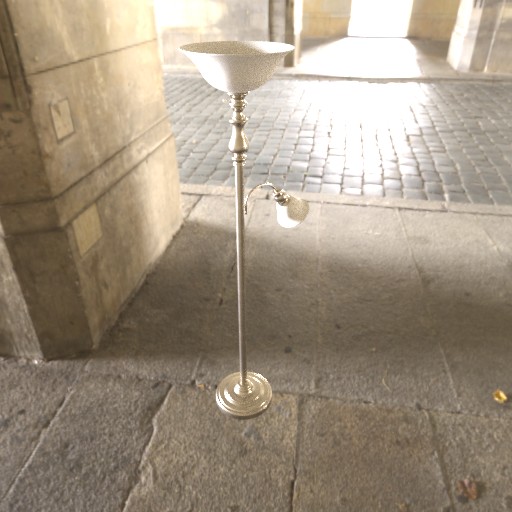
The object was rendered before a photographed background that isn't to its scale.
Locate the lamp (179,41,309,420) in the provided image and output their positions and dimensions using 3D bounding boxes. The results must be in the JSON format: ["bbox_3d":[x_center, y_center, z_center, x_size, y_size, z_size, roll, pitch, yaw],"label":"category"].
[{"bbox_3d":[0.000,0.000,2.068,0.575,1.785,0.405,-22,37,-31],"label":"lamp"}]
